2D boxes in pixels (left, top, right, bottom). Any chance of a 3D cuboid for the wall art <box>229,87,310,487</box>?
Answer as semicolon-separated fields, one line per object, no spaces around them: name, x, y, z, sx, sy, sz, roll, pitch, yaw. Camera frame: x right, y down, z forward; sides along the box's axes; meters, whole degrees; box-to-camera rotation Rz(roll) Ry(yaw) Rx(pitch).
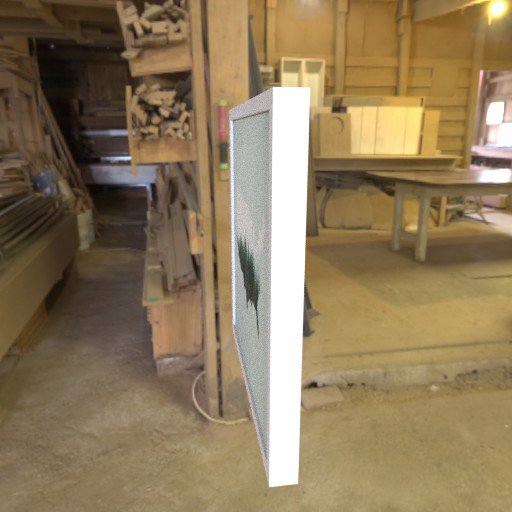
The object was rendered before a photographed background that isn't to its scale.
wall art;0.000;0.000;0.778;0.040;0.509;0.509;-2;16;-8
